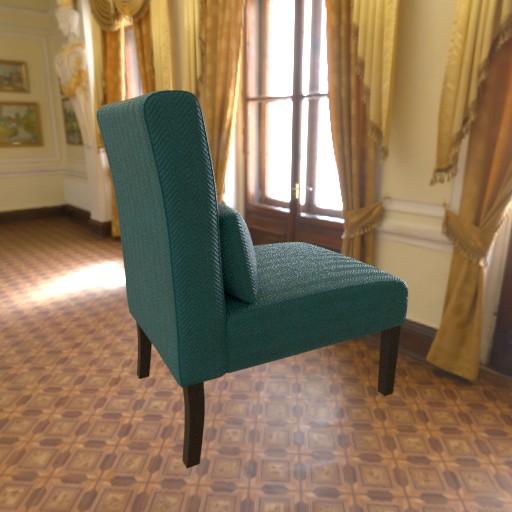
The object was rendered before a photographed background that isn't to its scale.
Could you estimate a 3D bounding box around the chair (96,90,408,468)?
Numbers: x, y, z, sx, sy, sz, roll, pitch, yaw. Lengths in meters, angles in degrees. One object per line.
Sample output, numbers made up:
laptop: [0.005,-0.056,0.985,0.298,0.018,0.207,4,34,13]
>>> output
chair: [0.000,0.000,1.407,0.808,0.927,0.579,-8,18,-27]
